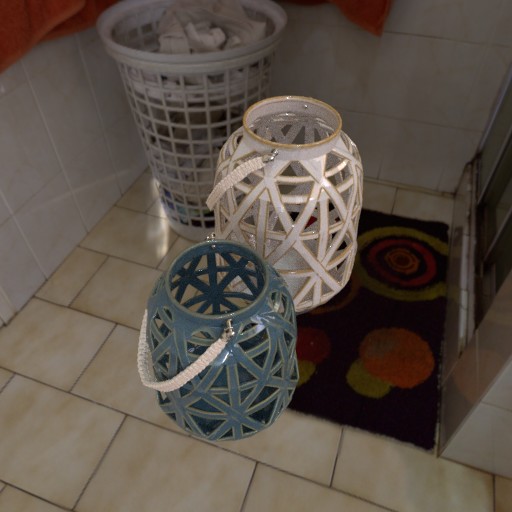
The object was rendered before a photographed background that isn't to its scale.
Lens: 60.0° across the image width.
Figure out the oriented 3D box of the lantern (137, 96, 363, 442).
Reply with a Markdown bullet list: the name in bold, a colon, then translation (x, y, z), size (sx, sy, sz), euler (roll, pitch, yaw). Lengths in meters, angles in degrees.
- **lantern**: translation (0.000, 0.000, 0.607), size (0.245, 0.307, 0.439), euler (16, 49, 15)
